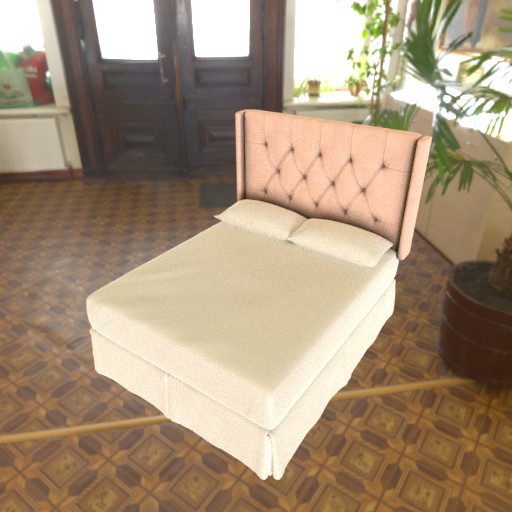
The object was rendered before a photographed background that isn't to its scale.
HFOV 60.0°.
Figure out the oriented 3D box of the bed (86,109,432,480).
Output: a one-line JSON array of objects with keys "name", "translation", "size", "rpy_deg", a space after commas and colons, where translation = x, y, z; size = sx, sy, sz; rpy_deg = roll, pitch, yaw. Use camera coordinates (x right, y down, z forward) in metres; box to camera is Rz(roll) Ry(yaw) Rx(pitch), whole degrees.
[{"name": "bed", "translation": [0.000, 0.000, 3.349], "size": [1.719, 1.665, 2.066], "rpy_deg": [19, 35, 30]}]
